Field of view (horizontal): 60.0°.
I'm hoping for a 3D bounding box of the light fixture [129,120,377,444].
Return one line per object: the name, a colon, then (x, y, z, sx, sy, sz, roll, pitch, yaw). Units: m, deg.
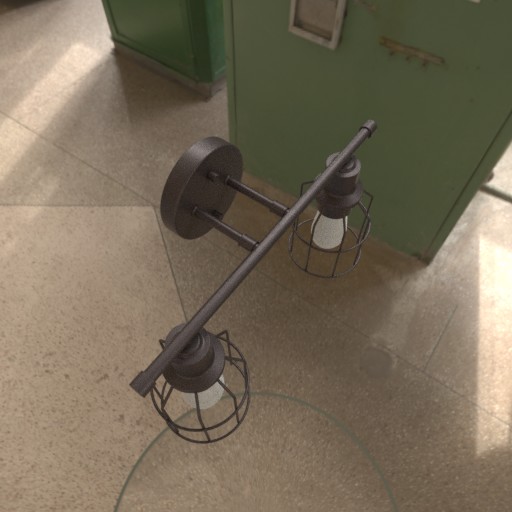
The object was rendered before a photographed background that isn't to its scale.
light fixture: (0.000, 0.000, 0.525, 0.165, 0.254, 0.406, 32, 63, 19)
